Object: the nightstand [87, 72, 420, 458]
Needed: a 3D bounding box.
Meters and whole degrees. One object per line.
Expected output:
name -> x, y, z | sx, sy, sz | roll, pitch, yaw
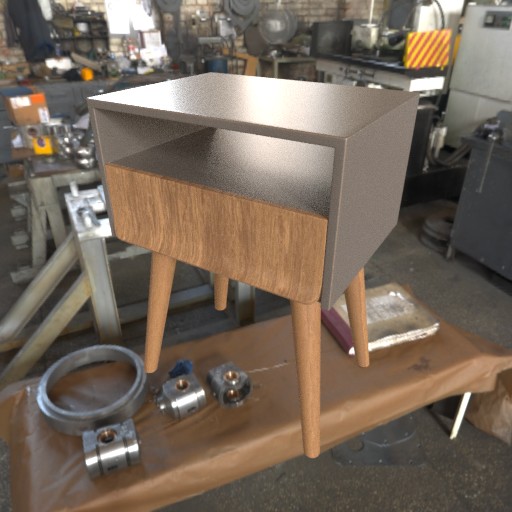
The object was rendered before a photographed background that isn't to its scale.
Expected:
nightstand -> 0.000, 0.000, 0.734 | 0.370, 0.508, 0.288 | 17, 35, 27
